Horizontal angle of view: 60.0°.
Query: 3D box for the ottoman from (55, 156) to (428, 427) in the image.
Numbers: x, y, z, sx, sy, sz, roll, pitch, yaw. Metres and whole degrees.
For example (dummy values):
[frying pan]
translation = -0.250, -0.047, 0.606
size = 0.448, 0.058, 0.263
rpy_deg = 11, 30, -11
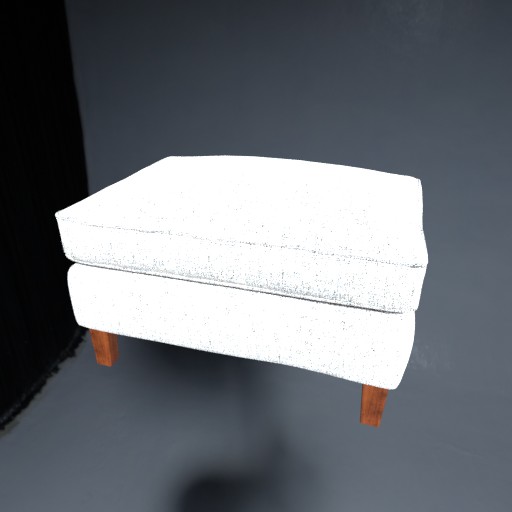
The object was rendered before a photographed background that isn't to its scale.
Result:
[ottoman]
translation = 0.000, 0.000, 1.001
size = 0.686, 0.406, 0.508
rpy_deg = 8, 28, 15
